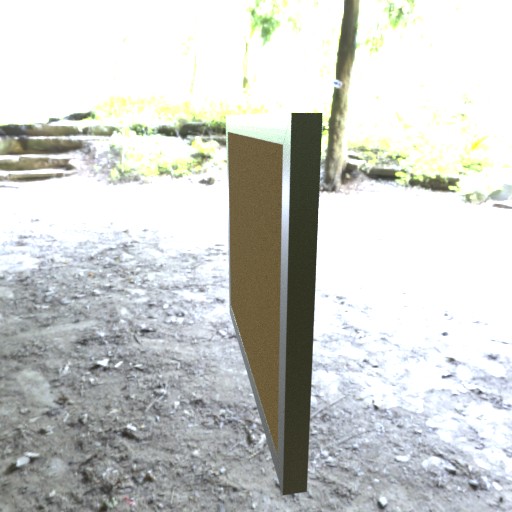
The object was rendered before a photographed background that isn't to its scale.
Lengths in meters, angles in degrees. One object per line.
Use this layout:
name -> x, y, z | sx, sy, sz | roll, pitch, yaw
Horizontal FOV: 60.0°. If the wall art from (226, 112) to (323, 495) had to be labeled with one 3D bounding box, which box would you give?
wall art -> 0.000, 0.000, 0.752 | 0.032, 0.456, 0.557 | -3, 17, -10
